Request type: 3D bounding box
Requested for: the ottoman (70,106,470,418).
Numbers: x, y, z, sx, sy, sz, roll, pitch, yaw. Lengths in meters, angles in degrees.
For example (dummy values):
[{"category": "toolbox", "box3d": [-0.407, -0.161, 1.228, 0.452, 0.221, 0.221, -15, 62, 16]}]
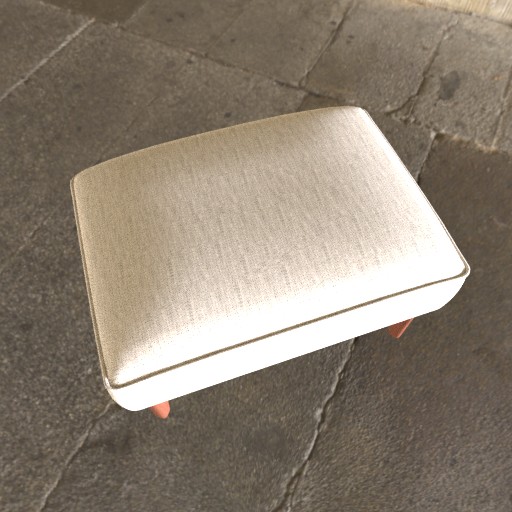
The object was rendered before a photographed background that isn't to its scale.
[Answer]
[{"category": "ottoman", "box3d": [0.000, 0.000, 1.152, 0.794, 0.465, 0.594, -16, 60, -10]}]
